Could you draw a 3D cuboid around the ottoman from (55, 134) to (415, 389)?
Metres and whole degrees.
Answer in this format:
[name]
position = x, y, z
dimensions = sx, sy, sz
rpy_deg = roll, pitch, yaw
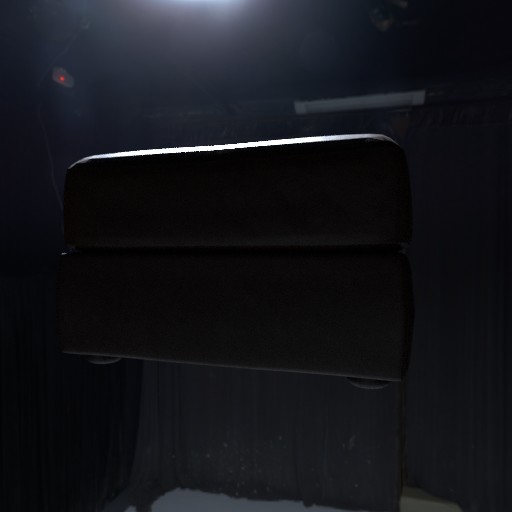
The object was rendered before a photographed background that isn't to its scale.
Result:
[ottoman]
position = 0.000, 0.000, 1.122
dimensions = 0.751, 0.476, 0.603
rpy_deg = 0, 1, 18
